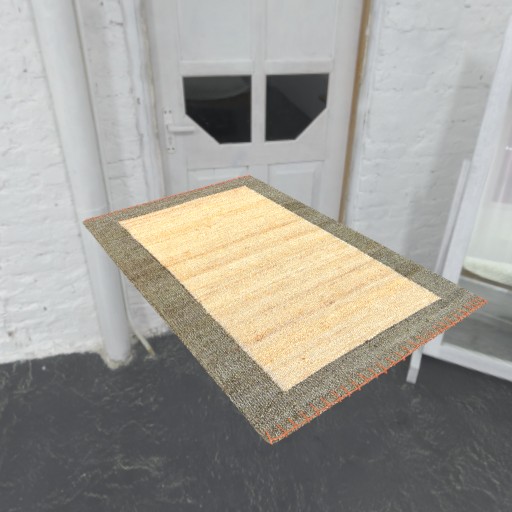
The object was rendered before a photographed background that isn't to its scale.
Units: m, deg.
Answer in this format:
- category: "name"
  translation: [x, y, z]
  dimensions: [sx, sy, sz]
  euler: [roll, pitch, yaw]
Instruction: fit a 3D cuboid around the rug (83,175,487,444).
- category: "rug"
  translation: [0.000, 0.000, 2.274]
  dimensions: [1.220, 0.019, 1.838]
  euler: [-21, 38, -30]
